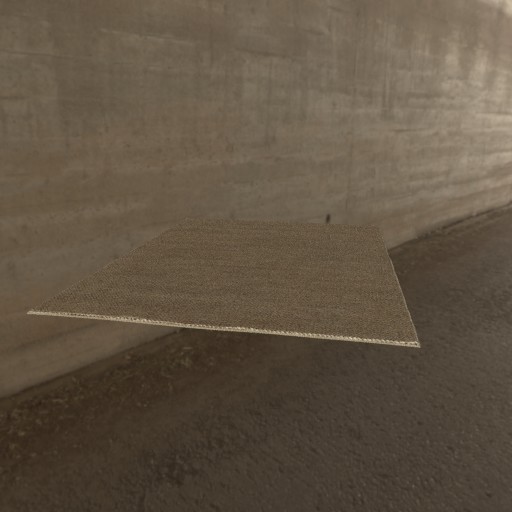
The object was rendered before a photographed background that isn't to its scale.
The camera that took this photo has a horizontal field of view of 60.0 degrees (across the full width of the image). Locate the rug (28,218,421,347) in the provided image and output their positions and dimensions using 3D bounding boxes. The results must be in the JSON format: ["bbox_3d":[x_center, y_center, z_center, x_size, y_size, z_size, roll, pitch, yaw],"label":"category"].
[{"bbox_3d":[0.000,0.000,4.077,2.429,0.030,3.052,3,17,10],"label":"rug"}]
